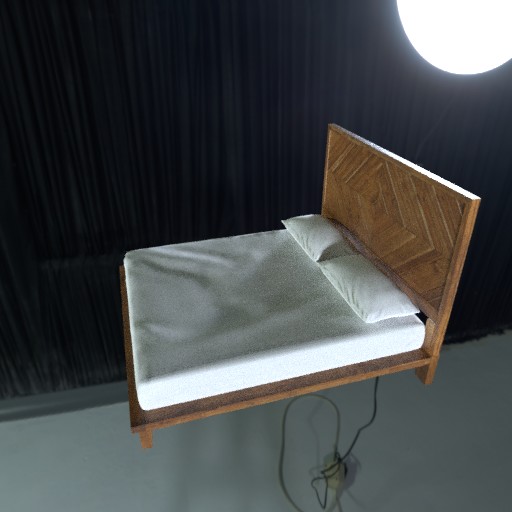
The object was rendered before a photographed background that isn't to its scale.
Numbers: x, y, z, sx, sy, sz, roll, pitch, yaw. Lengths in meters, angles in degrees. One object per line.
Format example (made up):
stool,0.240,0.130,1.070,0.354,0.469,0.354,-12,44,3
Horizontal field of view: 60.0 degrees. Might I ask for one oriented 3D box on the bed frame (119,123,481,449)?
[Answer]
bed frame,0.000,0.000,3.626,2.235,1.537,2.038,-9,31,-15
